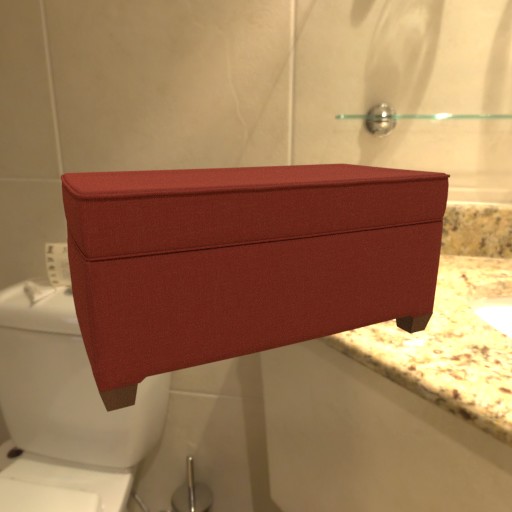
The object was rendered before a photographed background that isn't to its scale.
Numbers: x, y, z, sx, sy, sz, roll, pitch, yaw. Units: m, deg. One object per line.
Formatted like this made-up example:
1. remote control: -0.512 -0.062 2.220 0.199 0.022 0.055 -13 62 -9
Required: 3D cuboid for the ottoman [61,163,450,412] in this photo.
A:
1. ottoman: 0.000 0.000 1.228 0.948 0.454 0.497 -7 17 -25
